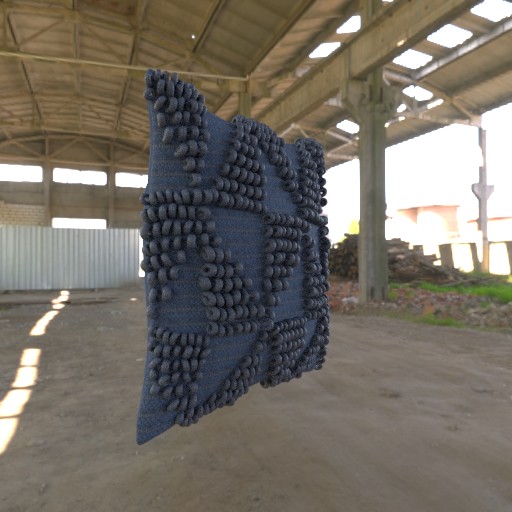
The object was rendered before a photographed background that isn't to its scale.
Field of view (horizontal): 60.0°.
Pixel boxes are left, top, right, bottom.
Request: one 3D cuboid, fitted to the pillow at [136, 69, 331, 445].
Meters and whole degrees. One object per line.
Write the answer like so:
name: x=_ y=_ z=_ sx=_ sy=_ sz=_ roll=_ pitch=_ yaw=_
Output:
pillow: x=0.000 y=0.000 z=0.725 sx=0.172 sy=0.466 sz=0.469 roll=-1 pitch=-1 yaw=36
